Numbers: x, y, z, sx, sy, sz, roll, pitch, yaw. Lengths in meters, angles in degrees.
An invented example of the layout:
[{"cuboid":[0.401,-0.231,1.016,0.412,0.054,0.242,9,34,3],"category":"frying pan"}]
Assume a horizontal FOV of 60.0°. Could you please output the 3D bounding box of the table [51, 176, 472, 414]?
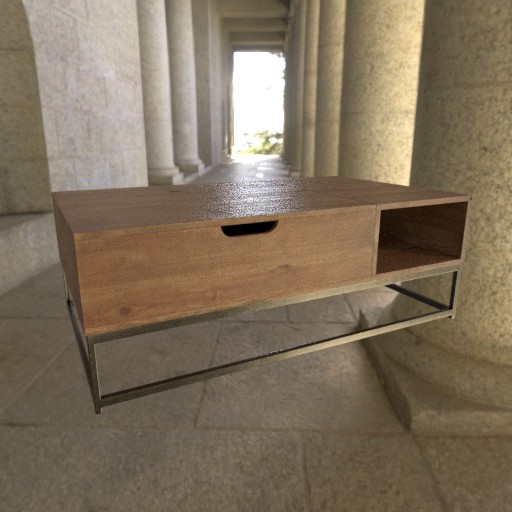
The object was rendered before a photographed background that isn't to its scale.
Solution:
[{"cuboid":[0.000,0.000,1.398,1.101,0.395,0.655,-8,18,-26],"category":"table"}]
